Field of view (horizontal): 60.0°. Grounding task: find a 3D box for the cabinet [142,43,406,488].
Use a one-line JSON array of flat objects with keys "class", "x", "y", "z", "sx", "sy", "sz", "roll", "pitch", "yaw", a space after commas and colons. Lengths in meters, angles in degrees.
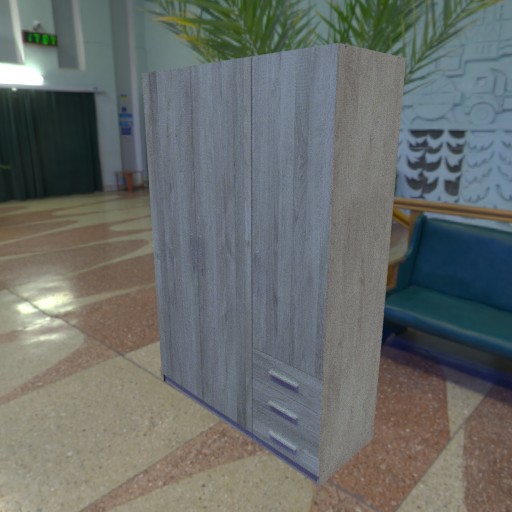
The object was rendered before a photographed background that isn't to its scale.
[{"class": "cabinet", "x": 0.000, "y": 0.000, "z": 2.411, "sx": 1.290, "sy": 1.910, "sz": 0.510, "roll": 16, "pitch": 22, "yaw": 43}]
